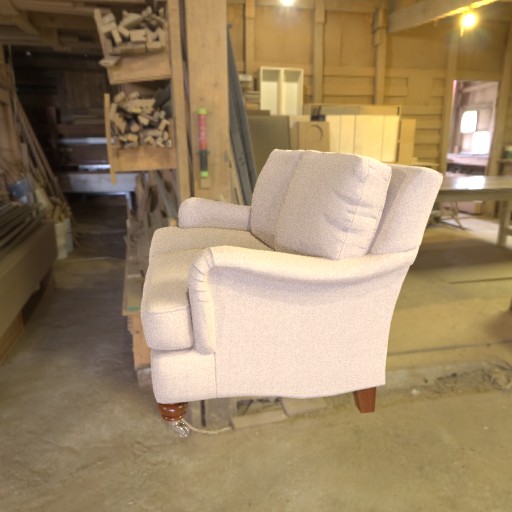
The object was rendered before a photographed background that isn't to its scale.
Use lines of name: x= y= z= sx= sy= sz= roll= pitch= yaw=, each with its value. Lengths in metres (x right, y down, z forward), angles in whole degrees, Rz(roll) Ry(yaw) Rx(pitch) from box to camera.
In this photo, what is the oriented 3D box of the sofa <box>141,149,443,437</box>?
sofa: x=0.000 y=0.000 z=2.254 sx=1.087 sy=1.048 sz=1.508 roll=-3 pitch=15 yaw=-11
